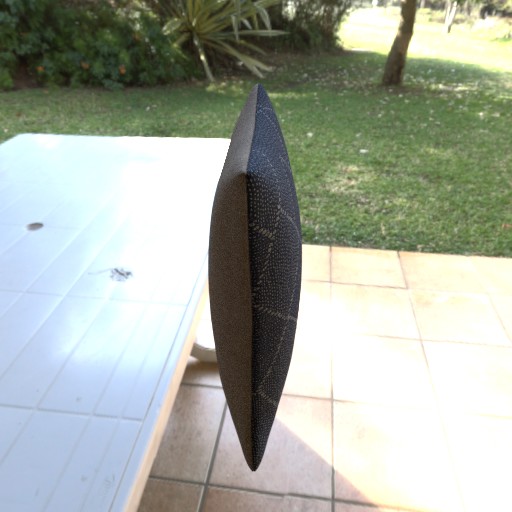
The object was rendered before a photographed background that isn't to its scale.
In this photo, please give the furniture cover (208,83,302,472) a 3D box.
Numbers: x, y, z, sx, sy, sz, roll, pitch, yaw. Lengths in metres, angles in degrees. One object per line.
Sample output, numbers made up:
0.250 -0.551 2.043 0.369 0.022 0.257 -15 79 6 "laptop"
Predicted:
0.000 0.000 0.795 0.162 0.503 0.511 1 31 1 "furniture cover"
